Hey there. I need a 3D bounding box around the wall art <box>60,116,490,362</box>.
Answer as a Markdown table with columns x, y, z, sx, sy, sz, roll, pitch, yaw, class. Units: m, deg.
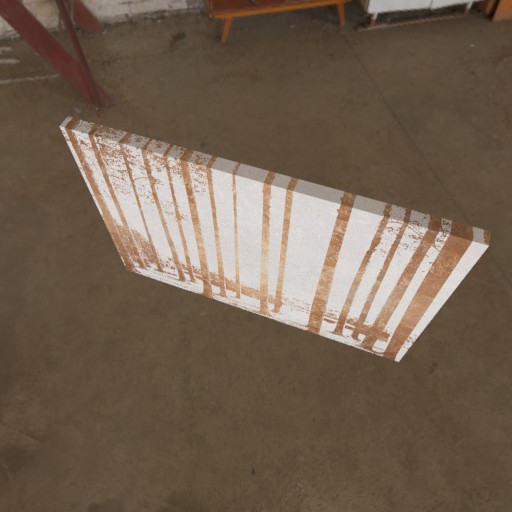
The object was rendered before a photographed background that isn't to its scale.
| x | y | z | sx | sy | sz | roll | pitch | yaw | class |
| --- | --- | --- | --- | --- | --- | --- | --- | --- | --- |
| 0.000 | 0.000 | 1.154 | 0.914 | 0.609 | 0.035 | 17 | 59 | 11 | wall art |
